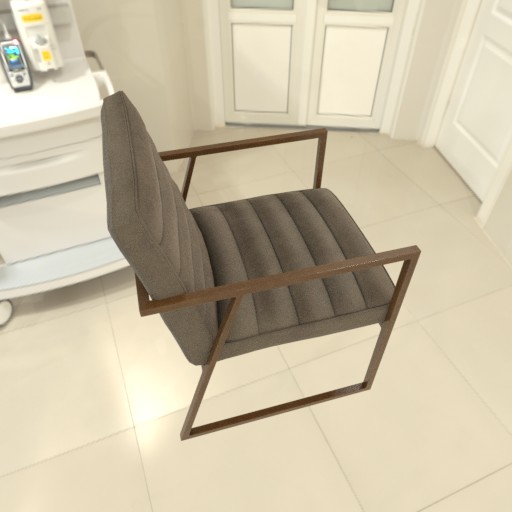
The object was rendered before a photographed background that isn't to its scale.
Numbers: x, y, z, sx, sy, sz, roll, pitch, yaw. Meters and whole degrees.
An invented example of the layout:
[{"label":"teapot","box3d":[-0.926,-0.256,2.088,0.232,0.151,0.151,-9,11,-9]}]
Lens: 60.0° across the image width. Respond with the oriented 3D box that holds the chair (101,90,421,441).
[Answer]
[{"label":"chair","box3d":[0.000,0.000,1.284,0.682,0.843,0.578,-11,46,-11]}]
